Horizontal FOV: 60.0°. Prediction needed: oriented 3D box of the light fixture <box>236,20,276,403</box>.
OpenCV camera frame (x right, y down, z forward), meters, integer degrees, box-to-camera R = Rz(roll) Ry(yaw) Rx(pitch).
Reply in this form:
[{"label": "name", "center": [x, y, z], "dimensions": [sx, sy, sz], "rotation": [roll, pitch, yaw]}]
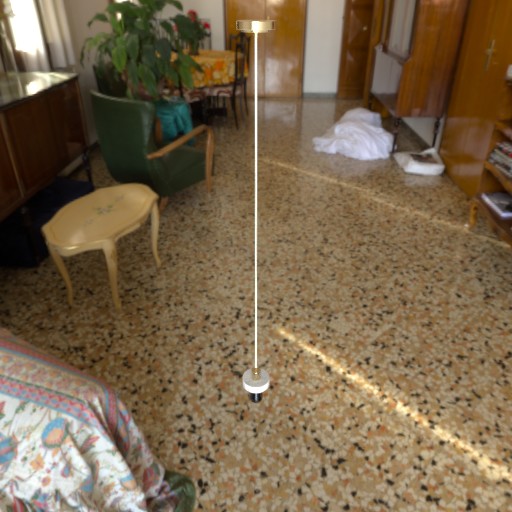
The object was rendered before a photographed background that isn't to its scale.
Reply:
[{"label": "light fixture", "center": [0.000, 0.000, 1.778], "dimensions": [0.129, 1.669, 0.129], "rotation": [-19, 35, -28]}]
